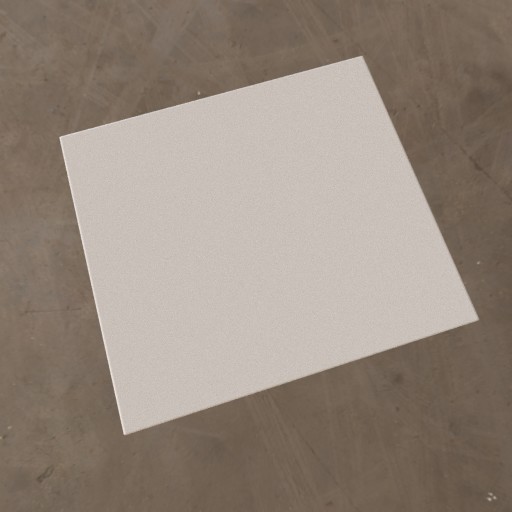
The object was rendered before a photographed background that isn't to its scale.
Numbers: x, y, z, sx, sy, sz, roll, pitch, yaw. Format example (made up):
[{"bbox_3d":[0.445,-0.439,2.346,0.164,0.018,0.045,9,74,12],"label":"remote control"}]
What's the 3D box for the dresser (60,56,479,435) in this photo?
[{"bbox_3d":[0.000,0.000,0.730,0.430,0.360,0.400,-17,75,-4],"label":"dresser"}]
